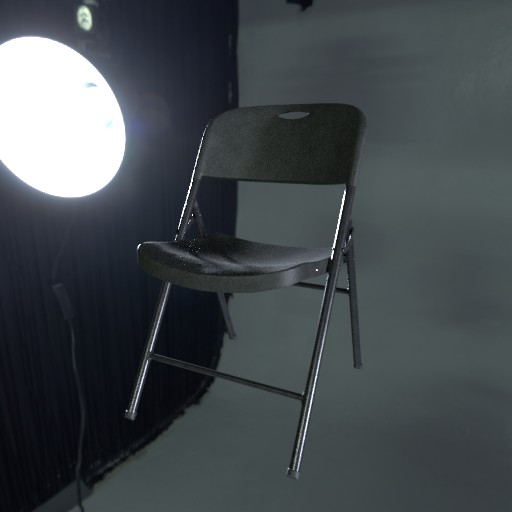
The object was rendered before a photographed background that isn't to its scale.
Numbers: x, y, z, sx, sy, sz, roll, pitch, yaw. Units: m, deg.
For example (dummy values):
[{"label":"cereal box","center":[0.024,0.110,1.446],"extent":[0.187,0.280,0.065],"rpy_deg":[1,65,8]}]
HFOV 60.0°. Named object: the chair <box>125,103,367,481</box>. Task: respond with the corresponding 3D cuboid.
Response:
[{"label":"chair","center":[0.000,0.000,1.193],"extent":[0.494,0.810,0.566],"rpy_deg":[7,17,26]}]
